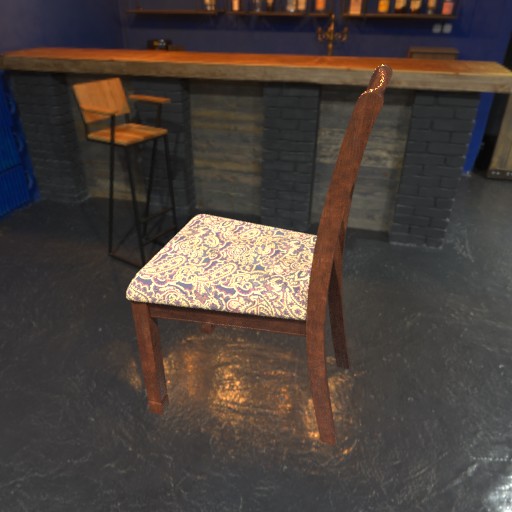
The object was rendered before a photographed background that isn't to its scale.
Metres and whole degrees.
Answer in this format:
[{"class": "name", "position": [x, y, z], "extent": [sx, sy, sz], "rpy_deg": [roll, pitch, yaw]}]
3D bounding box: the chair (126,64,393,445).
[{"class": "chair", "position": [0.000, 0.000, 1.239], "extent": [0.584, 0.965, 0.457], "rpy_deg": [9, 31, 15]}]
